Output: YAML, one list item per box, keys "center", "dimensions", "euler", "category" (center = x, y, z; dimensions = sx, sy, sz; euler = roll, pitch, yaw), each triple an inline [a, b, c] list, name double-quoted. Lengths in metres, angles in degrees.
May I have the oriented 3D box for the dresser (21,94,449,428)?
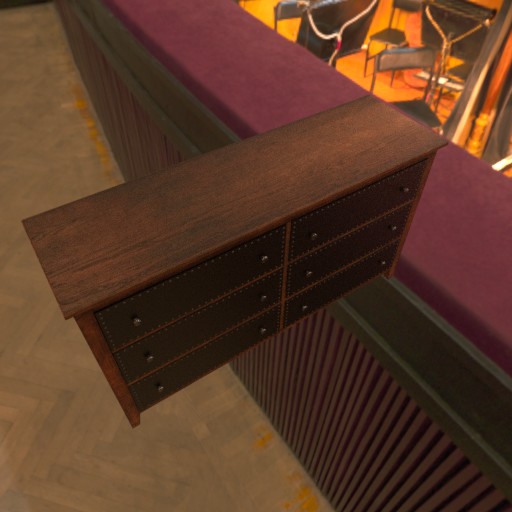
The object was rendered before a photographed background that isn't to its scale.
- center: [0.000, 0.000, 1.929]
  dimensions: [1.551, 0.856, 0.463]
  euler: [-26, 52, -22]
  category: "dresser"
